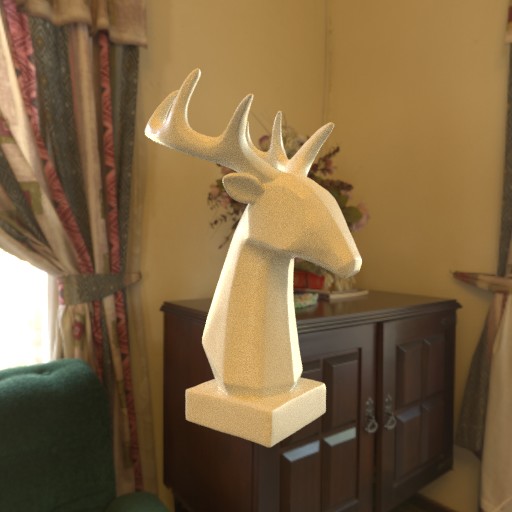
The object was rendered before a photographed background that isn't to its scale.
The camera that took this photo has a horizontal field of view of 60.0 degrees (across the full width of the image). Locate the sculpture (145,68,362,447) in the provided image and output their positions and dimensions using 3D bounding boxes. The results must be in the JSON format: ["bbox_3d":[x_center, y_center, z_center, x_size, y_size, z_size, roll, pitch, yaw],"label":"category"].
[{"bbox_3d":[0.000,0.000,0.449,0.224,0.329,0.174,1,1,36],"label":"sculpture"}]
